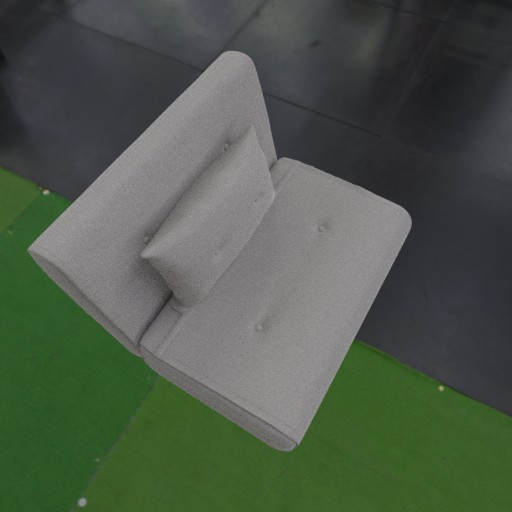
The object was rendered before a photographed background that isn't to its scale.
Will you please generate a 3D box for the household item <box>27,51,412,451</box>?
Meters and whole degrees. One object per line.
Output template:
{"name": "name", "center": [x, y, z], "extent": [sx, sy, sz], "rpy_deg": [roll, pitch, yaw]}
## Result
{"name": "household item", "center": [0.000, 0.000, 1.602], "extent": [0.874, 0.800, 1.000], "rpy_deg": [28, 64, 15]}
